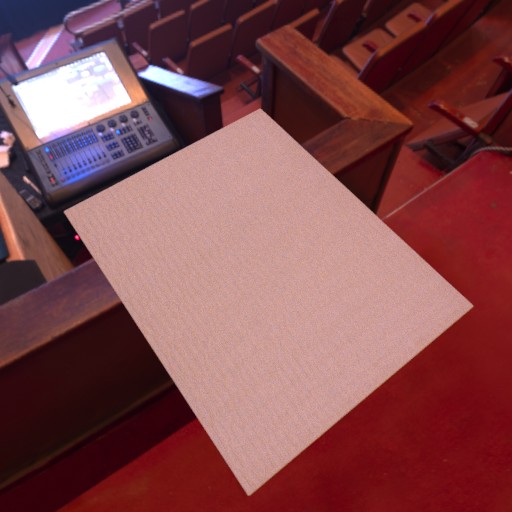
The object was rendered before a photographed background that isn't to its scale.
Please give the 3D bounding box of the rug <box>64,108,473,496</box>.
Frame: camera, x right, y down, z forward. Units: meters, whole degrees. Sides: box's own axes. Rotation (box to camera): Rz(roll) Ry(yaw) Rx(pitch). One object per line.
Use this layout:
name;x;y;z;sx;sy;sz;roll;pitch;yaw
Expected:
rug;0.000;0.000;4.074;2.410;0.021;3.055;-33;65;-17
